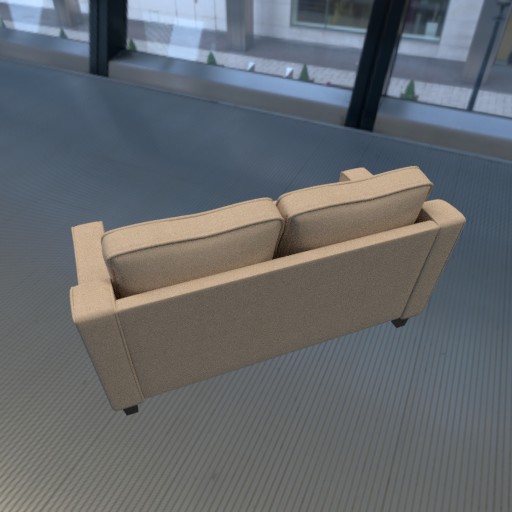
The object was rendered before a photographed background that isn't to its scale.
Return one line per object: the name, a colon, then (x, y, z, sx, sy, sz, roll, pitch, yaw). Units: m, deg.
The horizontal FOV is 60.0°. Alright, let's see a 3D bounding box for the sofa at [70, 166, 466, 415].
sofa: (0.000, 0.000, 3.465, 2.587, 1.562, 1.351, -14, 43, -16)
